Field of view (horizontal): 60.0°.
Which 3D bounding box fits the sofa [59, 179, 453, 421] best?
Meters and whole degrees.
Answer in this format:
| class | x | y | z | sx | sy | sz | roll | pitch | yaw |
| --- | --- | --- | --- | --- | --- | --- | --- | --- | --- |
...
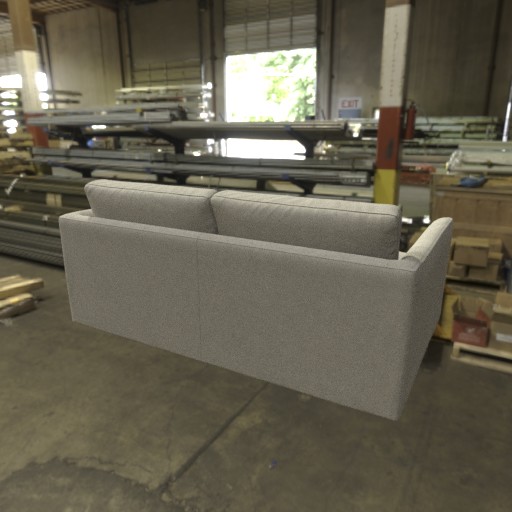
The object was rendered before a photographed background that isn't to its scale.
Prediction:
| class | x | y | z | sx | sy | sz | roll | pitch | yaw |
| --- | --- | --- | --- | --- | --- | --- | --- | --- | --- |
| sofa | 0.000 | 0.000 | 2.499 | 1.905 | 0.839 | 1.091 | 9 | 19 | 28 |
